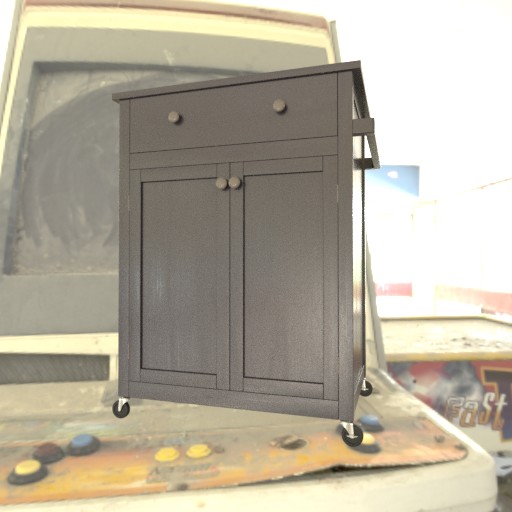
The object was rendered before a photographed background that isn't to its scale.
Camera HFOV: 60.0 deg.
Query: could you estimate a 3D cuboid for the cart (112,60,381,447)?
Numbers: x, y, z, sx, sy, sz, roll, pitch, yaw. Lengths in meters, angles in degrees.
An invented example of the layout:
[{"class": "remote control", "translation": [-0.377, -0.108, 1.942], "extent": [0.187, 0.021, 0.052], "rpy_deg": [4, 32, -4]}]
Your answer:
[{"class": "cart", "translation": [0.000, 0.000, 1.293], "extent": [0.690, 0.878, 0.449], "rpy_deg": [0, -1, 18]}]
